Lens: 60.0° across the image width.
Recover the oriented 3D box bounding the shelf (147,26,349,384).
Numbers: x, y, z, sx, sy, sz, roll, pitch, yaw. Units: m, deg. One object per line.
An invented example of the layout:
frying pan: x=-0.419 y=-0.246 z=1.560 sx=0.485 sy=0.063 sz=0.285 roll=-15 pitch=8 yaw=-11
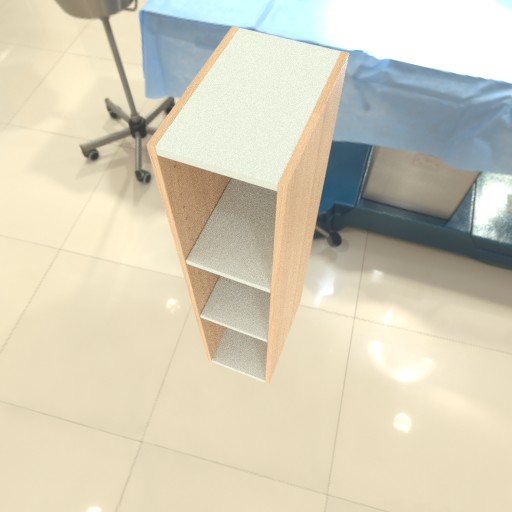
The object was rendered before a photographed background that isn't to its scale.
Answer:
shelf: x=0.000 y=0.000 z=1.010 sx=0.197 sy=0.882 sz=0.290 roll=19 pitch=60 yaw=11
